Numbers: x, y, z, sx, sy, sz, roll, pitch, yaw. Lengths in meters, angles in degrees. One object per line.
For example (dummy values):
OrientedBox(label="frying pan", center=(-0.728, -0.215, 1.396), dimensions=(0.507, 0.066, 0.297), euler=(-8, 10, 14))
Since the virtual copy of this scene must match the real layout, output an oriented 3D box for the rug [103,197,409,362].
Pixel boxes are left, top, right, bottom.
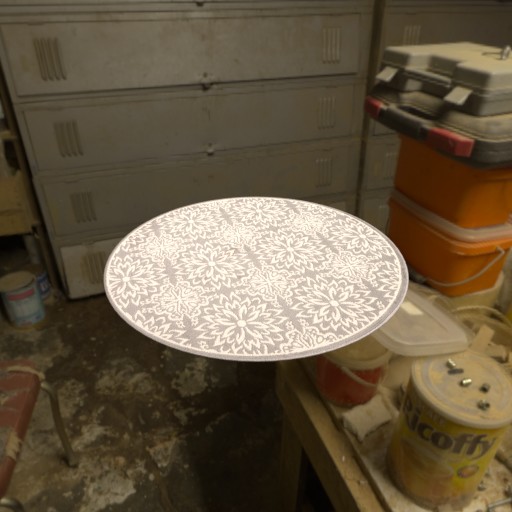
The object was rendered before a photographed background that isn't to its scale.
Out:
OrientedBox(label="rug", center=(0.000, 0.000, 2.411), dimensions=(1.593, 0.012, 1.593), euler=(0, 31, 0))
